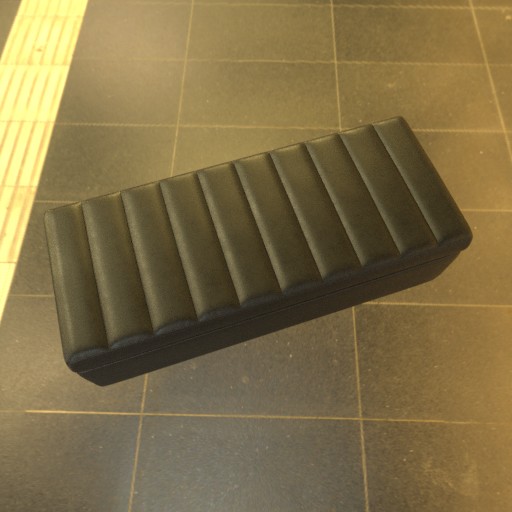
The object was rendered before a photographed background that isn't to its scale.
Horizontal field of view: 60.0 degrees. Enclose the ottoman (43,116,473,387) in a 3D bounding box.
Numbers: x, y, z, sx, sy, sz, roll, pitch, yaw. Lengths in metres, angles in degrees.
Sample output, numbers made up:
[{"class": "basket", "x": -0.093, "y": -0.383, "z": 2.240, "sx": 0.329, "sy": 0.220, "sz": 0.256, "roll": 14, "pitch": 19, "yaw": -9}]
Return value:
[{"class": "ottoman", "x": 0.000, "y": 0.000, "z": 1.436, "sx": 1.151, "sy": 0.469, "sz": 0.482, "roll": -17, "pitch": 66, "yaw": -7}]
